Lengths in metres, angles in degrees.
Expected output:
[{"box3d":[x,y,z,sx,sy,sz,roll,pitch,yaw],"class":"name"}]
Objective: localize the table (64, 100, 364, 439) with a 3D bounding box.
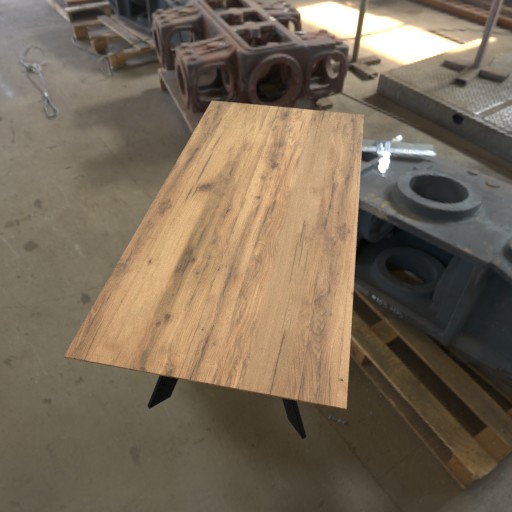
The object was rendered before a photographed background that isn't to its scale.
[{"box3d":[0.000,0.000,2.474,1.000,0.770,2.000,8,46,8],"class":"table"}]
